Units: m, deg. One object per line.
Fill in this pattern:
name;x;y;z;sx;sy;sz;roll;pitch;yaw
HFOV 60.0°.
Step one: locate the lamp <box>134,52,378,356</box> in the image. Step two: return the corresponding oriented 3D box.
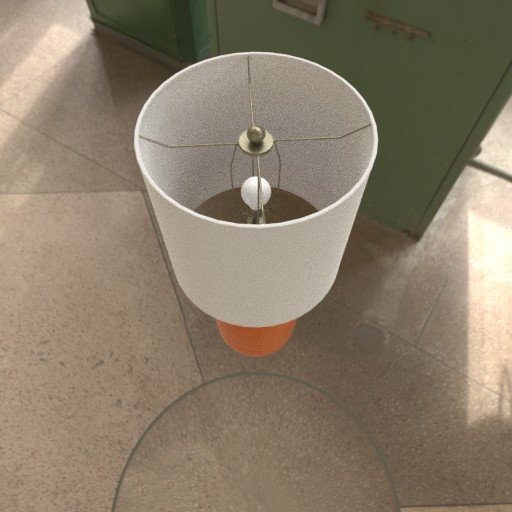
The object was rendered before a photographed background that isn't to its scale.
lamp;0.000;0.000;1.139;0.418;0.871;0.418;31;64;17
